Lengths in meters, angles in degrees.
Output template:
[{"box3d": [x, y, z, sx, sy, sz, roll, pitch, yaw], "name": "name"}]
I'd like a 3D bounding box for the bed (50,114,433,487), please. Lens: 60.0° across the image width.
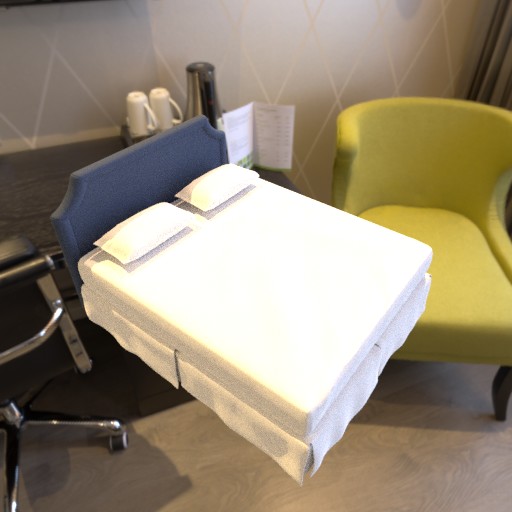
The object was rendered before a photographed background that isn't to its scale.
[{"box3d": [0.000, 0.000, 4.087, 2.773, 1.488, 2.350, 27, 47, 28], "name": "bed"}]
